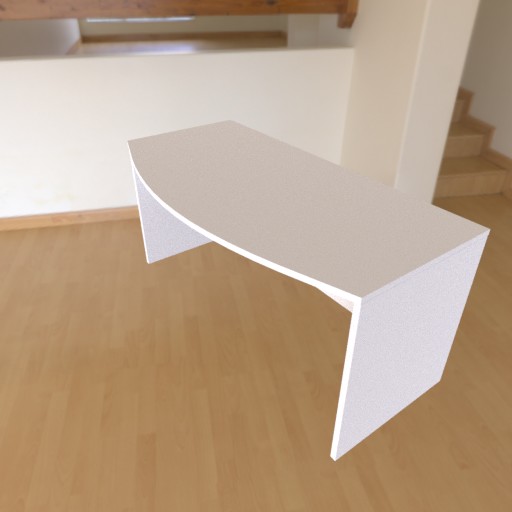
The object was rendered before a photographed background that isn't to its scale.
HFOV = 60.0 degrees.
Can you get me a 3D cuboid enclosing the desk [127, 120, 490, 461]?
[{"bbox_3d":[0.000,0.000,2.052,0.802,0.750,1.600,-22,39,-30],"label":"desk"}]
